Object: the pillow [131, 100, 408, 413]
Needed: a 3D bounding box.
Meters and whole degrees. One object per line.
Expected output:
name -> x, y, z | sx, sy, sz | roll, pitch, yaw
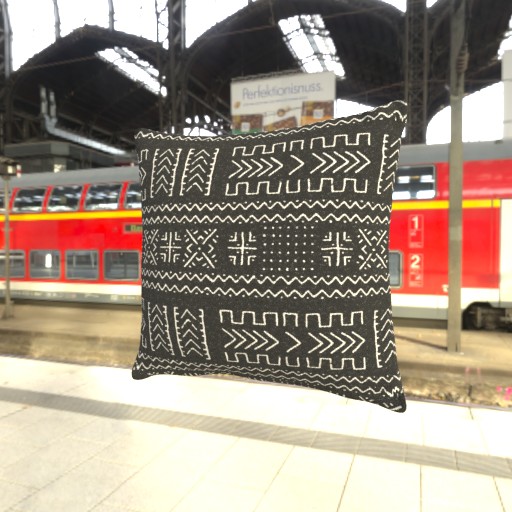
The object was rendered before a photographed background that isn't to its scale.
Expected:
pillow -> 0.000, 0.000, 0.676 | 0.438, 0.430, 0.164 | 0, 1, 18
